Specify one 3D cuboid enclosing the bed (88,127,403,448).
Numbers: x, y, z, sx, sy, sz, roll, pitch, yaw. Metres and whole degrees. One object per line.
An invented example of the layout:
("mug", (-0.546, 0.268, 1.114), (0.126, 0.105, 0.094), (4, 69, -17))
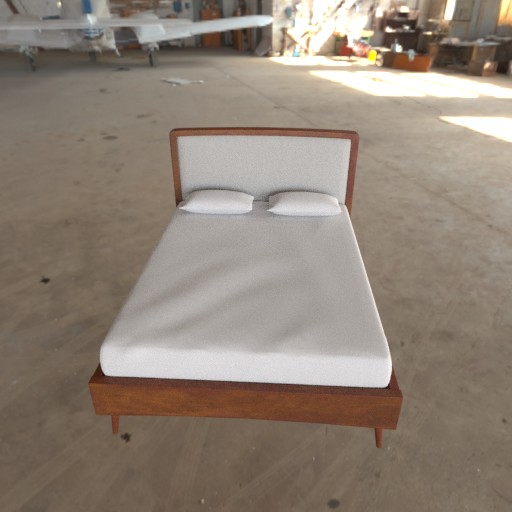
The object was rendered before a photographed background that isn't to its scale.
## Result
("bed", (0.000, 0.000, 3.104), (1.587, 1.275, 2.196), (2, 29, 3))
